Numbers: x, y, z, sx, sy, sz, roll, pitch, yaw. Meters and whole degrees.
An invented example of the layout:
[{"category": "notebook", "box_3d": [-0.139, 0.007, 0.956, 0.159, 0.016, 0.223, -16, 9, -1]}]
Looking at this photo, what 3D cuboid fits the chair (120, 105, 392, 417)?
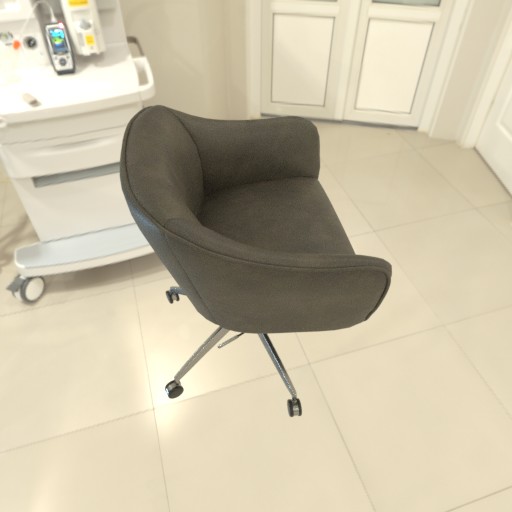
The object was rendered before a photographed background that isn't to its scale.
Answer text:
[{"category": "chair", "box_3d": [0.000, 0.000, 1.375, 0.689, 0.827, 0.713, -8, 46, -7]}]
